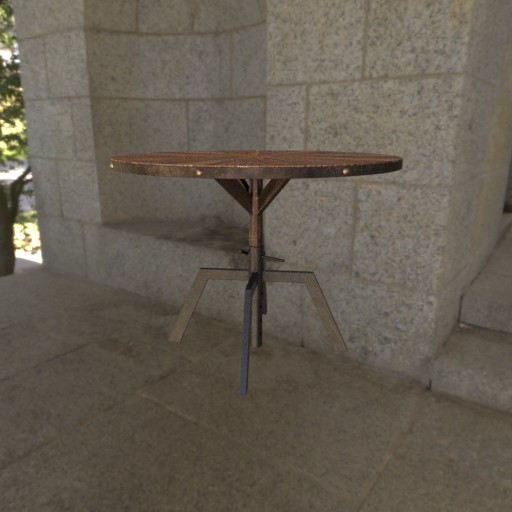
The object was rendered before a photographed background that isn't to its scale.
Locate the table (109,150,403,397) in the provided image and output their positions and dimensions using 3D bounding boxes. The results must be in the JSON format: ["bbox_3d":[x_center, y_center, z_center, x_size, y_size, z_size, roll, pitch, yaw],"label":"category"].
[{"bbox_3d":[0.000,0.000,1.488,0.885,0.658,0.885,0,16,0],"label":"table"}]
